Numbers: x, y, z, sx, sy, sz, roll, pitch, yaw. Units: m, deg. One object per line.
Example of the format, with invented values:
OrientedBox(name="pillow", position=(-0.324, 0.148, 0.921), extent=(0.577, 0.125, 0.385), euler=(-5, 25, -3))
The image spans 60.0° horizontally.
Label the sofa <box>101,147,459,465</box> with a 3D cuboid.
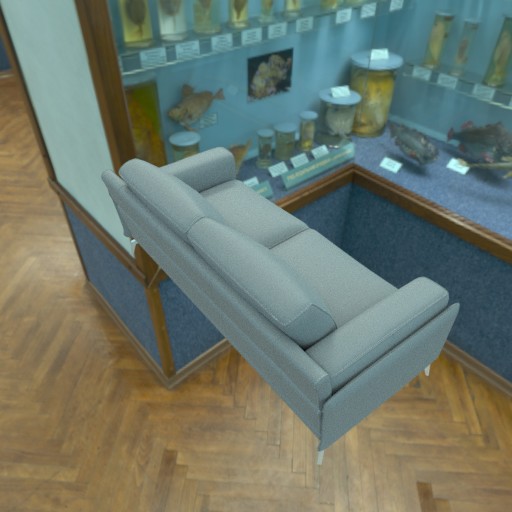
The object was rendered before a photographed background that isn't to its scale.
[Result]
OrientedBox(name="sofa", position=(0.000, 0.000, 2.659), extent=(0.969, 0.900, 2.100), euler=(-27, 48, -28))
